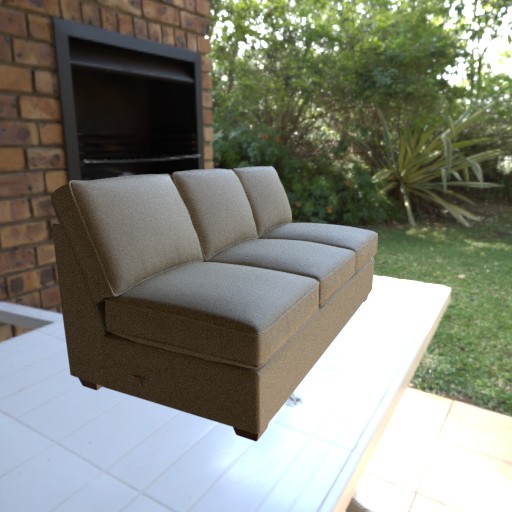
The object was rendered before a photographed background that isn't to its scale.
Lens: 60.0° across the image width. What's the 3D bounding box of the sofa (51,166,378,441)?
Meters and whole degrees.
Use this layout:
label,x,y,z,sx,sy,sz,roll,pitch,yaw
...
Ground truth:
label,x,y,z,sx,sy,sz,roll,pitch,yaw
sofa,0.000,0.000,2.558,1.027,0.973,1.962,7,16,26
